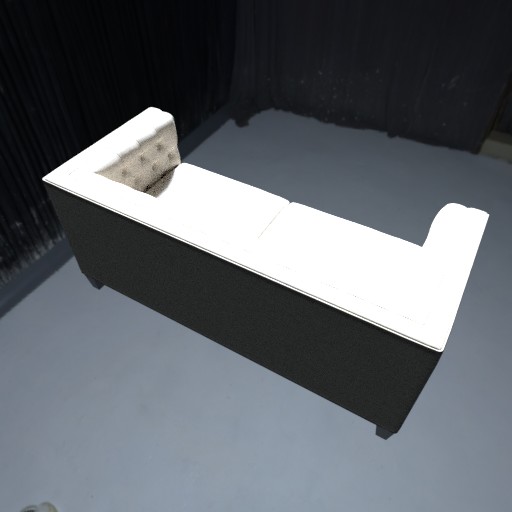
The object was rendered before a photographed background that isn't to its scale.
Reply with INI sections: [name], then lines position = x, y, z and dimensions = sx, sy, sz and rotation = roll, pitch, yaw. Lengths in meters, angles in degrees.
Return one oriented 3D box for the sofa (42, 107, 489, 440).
[sofa]
position = 0.000, 0.000, 2.167
dimensions = 1.778, 0.762, 0.775
rotation = 23, 50, 20
